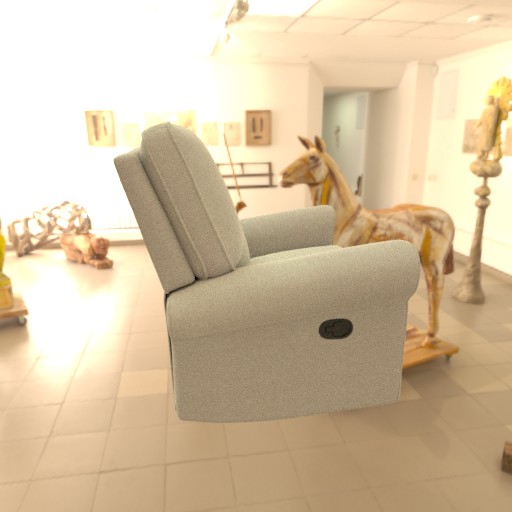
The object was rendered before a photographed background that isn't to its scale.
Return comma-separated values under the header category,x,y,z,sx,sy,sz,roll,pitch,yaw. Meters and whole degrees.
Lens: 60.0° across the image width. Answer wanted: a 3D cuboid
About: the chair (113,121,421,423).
category,x,y,z,sx,sy,sz,roll,pitch,yaw
chair,0.000,0.000,1.650,0.878,0.960,0.890,-3,16,-10
